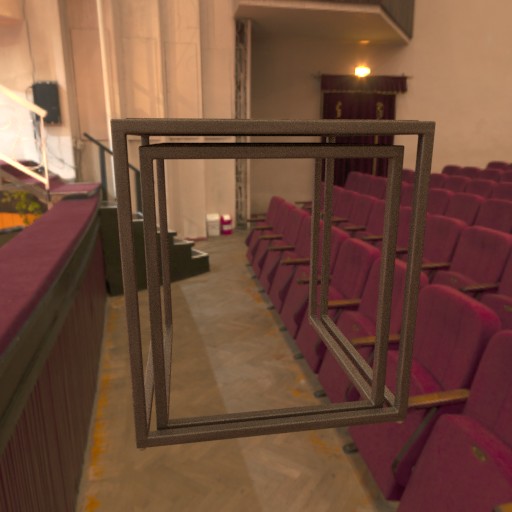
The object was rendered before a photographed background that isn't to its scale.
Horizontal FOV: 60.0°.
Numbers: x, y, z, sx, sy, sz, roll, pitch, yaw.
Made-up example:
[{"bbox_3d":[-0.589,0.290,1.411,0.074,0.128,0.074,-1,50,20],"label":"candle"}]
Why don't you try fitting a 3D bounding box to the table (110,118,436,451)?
[{"bbox_3d":[0.000,0.000,0.875,0.450,0.500,0.449,-2,15,-9],"label":"table"}]
